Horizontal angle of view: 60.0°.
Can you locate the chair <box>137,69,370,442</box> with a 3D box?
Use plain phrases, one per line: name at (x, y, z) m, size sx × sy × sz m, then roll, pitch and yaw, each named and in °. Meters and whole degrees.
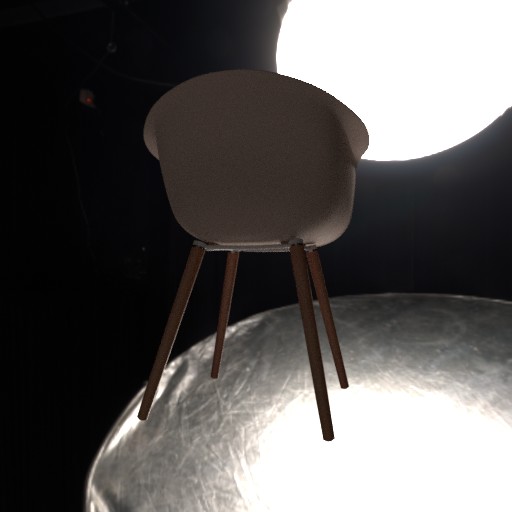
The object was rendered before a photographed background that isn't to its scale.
chair at (0.000, 0.000, 1.178) m, size 0.593 × 0.781 × 0.504 m, roll -1°, pitch -2°, yaw 17°
